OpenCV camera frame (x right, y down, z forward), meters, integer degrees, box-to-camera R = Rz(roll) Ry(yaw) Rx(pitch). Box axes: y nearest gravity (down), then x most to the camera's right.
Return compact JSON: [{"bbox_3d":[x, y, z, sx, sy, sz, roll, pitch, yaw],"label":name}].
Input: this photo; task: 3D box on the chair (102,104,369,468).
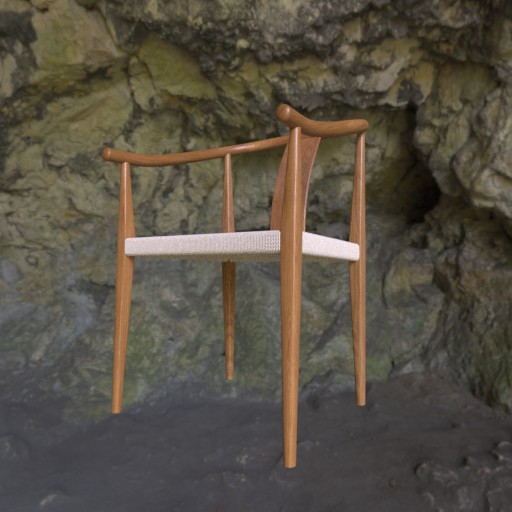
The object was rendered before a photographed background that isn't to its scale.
[{"bbox_3d":[0.000,0.000,1.189,0.556,0.800,0.579,-1,-1,36],"label":"chair"}]
